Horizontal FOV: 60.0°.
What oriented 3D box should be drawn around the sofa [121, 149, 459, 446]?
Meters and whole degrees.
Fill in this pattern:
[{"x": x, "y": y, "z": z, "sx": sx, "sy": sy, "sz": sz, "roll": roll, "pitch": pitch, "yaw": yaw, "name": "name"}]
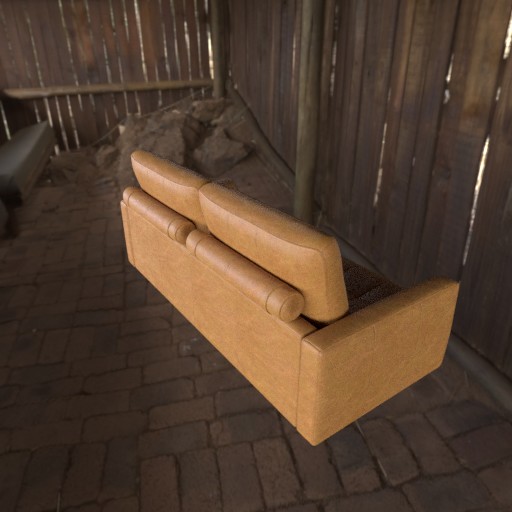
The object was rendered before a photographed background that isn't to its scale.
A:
[{"x": 0.000, "y": 0.000, "z": 2.308, "sx": 0.850, "sy": 0.898, "sz": 1.821, "roll": -17, "pitch": 31, "yaw": -31, "name": "sofa"}]
